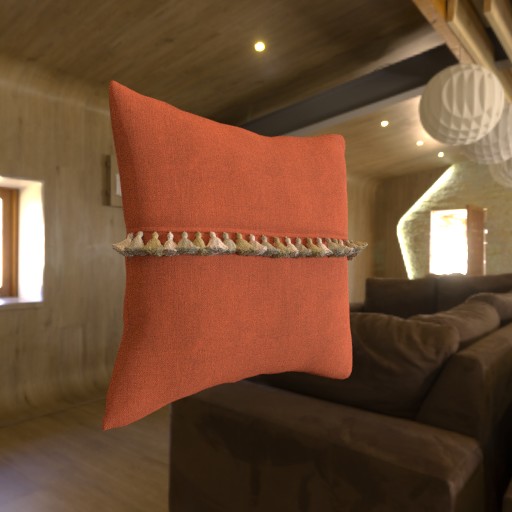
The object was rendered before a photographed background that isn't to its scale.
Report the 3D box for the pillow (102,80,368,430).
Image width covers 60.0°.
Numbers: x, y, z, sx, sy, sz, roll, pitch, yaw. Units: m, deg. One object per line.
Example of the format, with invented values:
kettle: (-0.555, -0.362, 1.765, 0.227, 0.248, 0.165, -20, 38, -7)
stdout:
pillow: (0.000, 0.000, 0.733, 0.490, 0.482, 0.165, 0, -1, -36)
